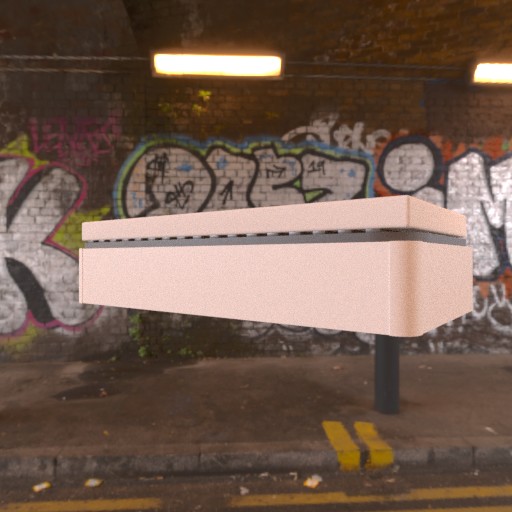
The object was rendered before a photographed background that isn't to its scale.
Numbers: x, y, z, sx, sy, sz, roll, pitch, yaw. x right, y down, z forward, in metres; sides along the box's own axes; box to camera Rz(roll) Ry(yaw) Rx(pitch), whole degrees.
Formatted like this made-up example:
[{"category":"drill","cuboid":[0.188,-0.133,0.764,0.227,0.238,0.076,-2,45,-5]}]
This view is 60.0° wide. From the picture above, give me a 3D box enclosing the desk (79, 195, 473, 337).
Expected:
[{"category":"desk","cuboid":[0.000,0.000,2.310,1.900,0.526,0.900,0,0,37]}]
